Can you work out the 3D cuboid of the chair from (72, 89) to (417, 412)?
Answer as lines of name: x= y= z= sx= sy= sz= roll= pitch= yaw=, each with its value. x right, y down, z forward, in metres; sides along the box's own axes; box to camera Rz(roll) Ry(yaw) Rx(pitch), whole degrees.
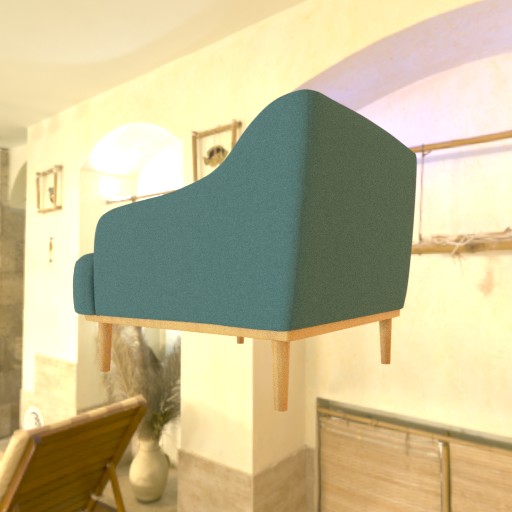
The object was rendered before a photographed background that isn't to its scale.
chair: x=0.000 y=0.000 z=1.641 sx=0.951 sy=0.818 sz=0.946 roll=-1 pitch=-2 yaw=38
